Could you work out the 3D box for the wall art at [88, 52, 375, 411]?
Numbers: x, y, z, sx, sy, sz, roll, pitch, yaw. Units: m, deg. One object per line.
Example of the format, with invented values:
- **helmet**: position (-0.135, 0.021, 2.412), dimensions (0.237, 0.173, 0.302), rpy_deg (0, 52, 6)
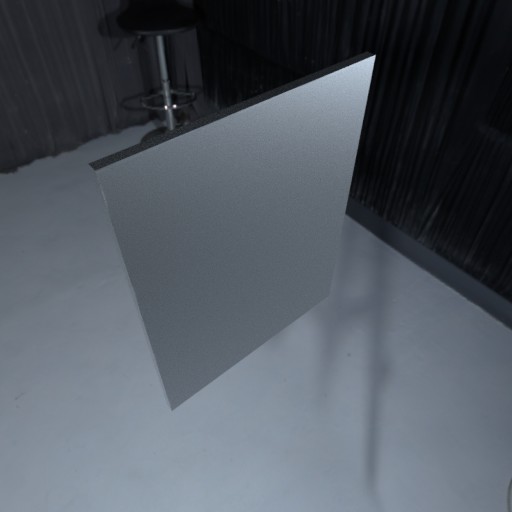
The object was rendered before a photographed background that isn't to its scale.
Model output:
- **wall art**: position (0.000, 0.000, 1.403), dimensions (0.816, 1.046, 0.030), rpy_deg (-31, 54, -26)
